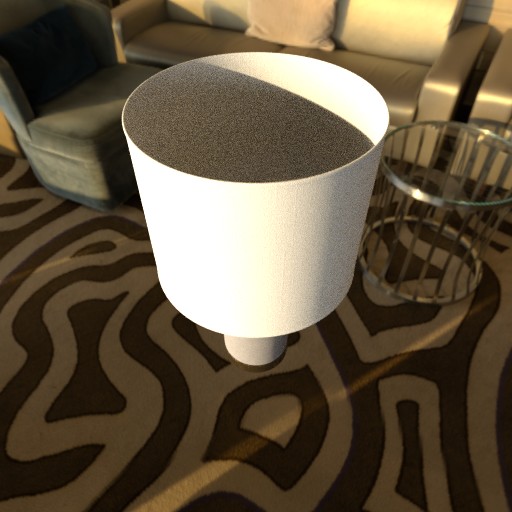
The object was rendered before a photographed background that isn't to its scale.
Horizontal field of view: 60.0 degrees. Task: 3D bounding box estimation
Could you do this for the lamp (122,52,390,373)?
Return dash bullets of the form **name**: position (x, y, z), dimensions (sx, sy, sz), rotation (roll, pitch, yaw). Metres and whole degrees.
- **lamp**: position (0.000, 0.000, 0.523), dimensions (0.229, 0.380, 0.229), rotation (0, 46, 0)
